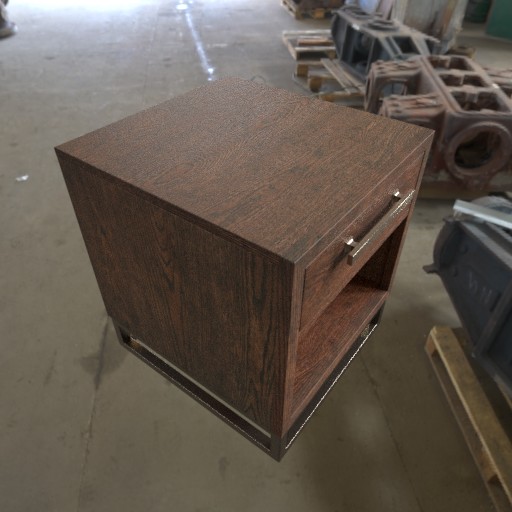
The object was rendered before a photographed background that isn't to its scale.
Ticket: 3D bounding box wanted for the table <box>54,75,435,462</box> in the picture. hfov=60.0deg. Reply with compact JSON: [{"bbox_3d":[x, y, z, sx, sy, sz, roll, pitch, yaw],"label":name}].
[{"bbox_3d":[0.000,0.000,1.037,0.566,0.582,0.506,26,47,28],"label":"table"}]
